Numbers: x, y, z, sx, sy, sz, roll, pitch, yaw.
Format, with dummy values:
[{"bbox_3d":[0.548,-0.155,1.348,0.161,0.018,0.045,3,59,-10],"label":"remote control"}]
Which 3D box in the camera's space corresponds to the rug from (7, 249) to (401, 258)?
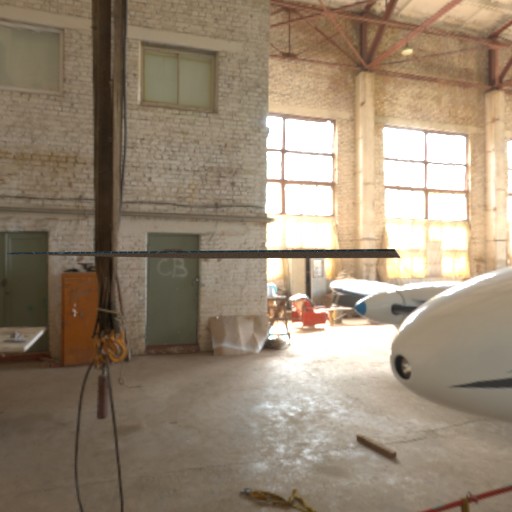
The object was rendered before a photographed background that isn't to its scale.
[{"bbox_3d":[0.000,0.000,3.955,2.432,0.012,3.033,0,-1,19],"label":"rug"}]
